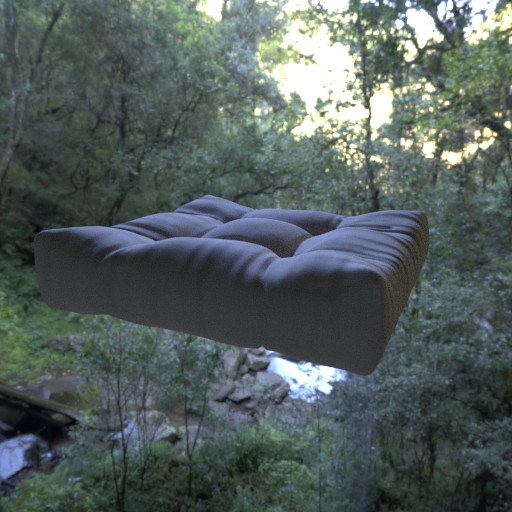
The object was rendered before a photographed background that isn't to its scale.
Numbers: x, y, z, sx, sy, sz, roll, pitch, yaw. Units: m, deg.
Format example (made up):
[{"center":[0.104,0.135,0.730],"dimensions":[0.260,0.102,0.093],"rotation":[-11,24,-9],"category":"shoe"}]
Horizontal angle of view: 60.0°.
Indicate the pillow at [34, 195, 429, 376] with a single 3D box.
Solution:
[{"center":[0.000,0.000,0.714],"dimensions":[0.490,0.128,0.468],"rotation":[7,17,25],"category":"pillow"}]
